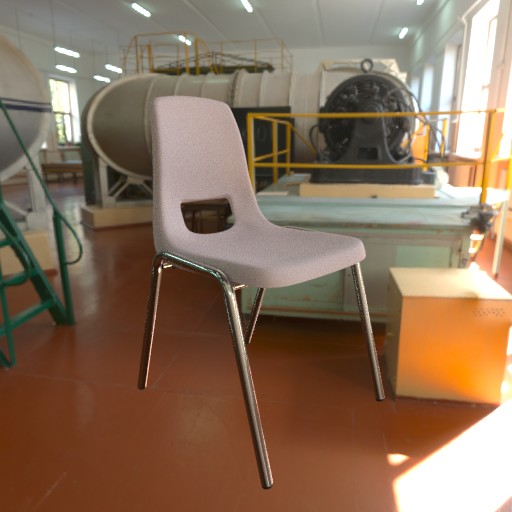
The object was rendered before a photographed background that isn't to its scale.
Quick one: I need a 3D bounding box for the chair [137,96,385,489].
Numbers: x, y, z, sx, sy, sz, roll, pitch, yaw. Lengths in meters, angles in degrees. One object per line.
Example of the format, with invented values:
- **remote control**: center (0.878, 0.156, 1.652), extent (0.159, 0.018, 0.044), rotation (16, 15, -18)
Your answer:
- **chair**: center (0.000, 0.000, 0.921), extent (0.381, 0.653, 0.436), rotation (-14, 20, -43)
